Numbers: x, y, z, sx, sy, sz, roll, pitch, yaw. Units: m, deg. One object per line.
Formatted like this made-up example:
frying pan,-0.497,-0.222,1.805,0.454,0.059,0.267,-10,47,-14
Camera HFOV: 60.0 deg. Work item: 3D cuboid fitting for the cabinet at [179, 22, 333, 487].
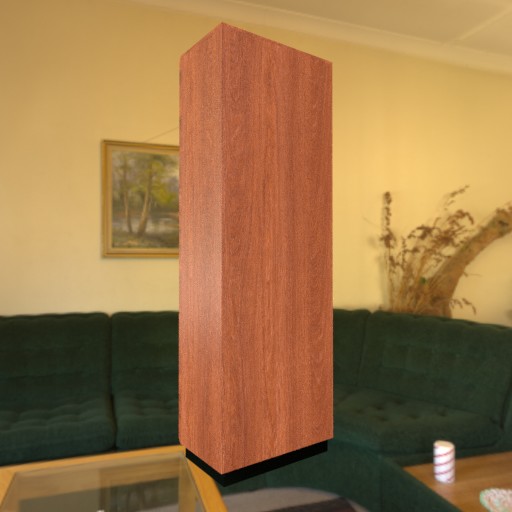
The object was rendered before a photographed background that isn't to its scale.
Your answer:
cabinet,0.000,0.000,2.234,0.660,1.980,0.420,0,-1,-36
